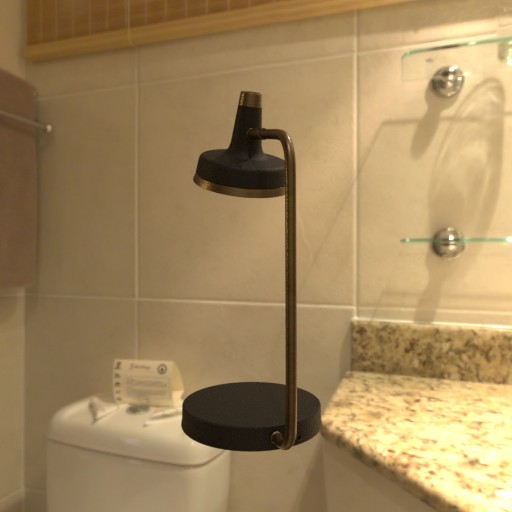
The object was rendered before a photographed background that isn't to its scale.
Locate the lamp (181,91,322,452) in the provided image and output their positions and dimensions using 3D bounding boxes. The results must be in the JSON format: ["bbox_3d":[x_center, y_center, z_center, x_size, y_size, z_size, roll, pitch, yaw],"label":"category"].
[{"bbox_3d":[0.000,0.000,0.500,0.162,0.385,0.218,0,0,-18],"label":"lamp"}]
